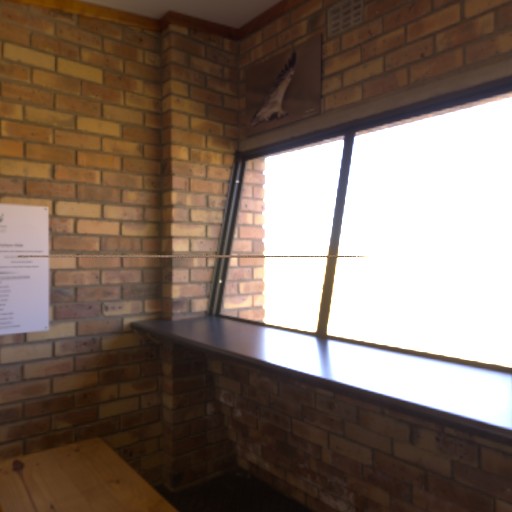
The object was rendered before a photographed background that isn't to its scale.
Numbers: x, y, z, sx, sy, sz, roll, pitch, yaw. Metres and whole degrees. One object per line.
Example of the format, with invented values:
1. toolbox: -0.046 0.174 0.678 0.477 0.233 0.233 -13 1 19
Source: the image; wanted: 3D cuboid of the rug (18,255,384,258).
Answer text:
1. rug: 0.000 0.000 2.940 1.529 0.009 2.446 0 0 19
